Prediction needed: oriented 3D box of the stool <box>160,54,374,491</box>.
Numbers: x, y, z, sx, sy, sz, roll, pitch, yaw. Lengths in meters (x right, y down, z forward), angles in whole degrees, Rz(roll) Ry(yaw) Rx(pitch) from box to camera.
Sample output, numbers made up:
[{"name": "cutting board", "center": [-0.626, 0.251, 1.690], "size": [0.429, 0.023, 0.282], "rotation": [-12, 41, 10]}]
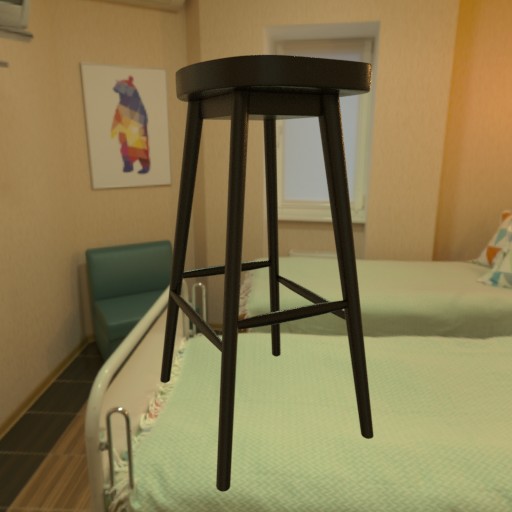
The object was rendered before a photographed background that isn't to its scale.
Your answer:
[{"name": "stool", "center": [0.000, 0.000, 0.972], "size": [0.361, 0.749, 0.440], "rotation": [-7, 16, -25]}]
